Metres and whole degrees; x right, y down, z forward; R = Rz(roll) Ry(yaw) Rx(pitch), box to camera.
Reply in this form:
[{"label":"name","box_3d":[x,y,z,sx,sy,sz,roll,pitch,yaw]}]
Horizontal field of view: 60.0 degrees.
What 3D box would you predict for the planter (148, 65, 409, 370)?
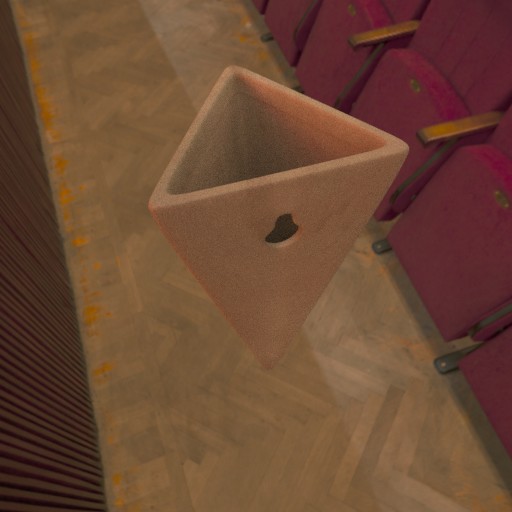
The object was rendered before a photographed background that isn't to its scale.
[{"label":"planter","box_3d":[0.000,0.000,0.275,0.101,0.224,0.081,-14,59,-9]}]
